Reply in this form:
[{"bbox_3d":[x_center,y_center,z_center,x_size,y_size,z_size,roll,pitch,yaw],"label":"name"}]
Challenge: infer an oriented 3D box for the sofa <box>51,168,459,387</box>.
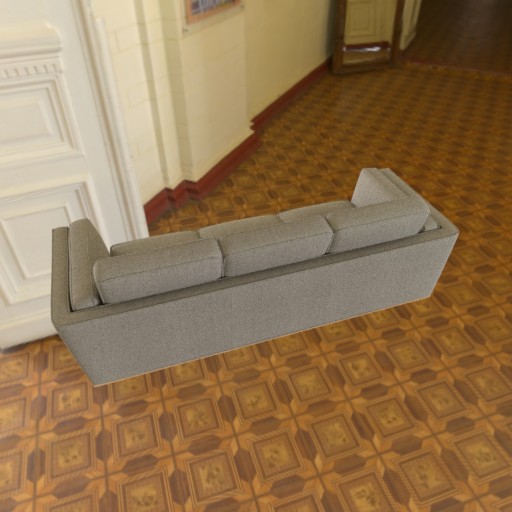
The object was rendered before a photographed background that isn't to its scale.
[{"bbox_3d":[0.000,0.000,2.845,2.362,0.899,0.903,-12,41,-14],"label":"sofa"}]
